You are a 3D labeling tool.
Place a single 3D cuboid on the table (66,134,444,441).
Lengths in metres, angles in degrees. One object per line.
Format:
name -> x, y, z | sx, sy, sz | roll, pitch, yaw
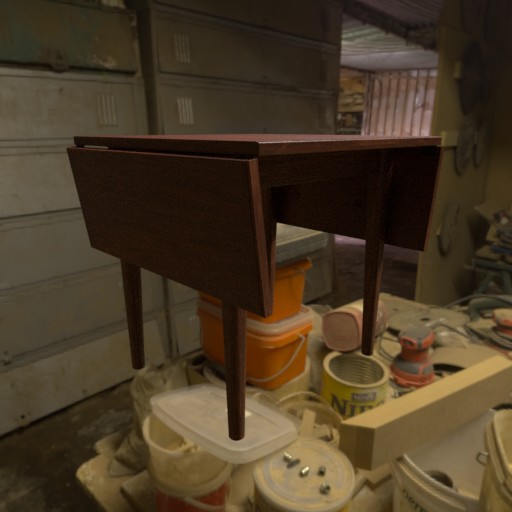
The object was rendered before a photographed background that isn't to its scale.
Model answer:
table -> 0.000, 0.000, 1.462 | 0.843, 0.763, 0.812 | -15, 22, -42
